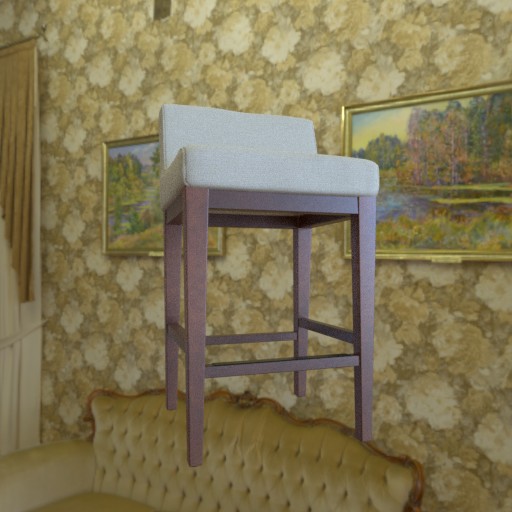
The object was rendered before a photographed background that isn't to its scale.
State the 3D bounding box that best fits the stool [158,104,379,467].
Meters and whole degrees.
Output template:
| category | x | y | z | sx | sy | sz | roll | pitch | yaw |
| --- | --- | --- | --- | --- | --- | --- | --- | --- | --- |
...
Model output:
| category | x | y | z | sx | sy | sz | roll | pitch | yaw |
| --- | --- | --- | --- | --- | --- | --- | --- | --- | --- |
| stool | 0.000 | 0.000 | 1.255 | 0.511 | 0.937 | 0.500 | 0 | -1 | -18 |
